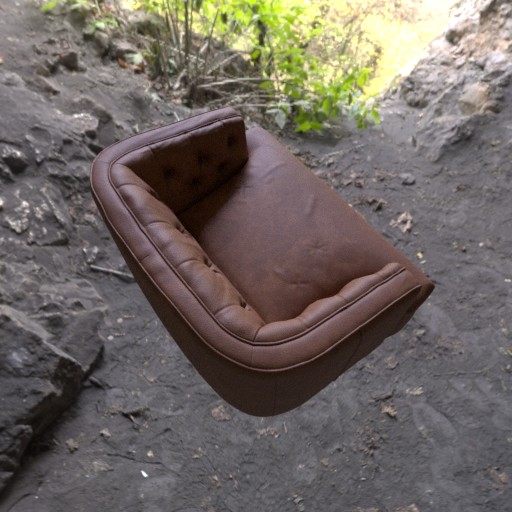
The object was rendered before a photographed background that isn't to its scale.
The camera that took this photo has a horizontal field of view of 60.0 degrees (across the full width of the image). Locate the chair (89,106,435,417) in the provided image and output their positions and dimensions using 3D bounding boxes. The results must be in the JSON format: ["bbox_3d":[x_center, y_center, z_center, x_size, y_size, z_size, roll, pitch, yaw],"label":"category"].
[{"bbox_3d":[0.000,0.000,1.795,0.911,0.836,1.119,-33,64,-18],"label":"chair"}]
